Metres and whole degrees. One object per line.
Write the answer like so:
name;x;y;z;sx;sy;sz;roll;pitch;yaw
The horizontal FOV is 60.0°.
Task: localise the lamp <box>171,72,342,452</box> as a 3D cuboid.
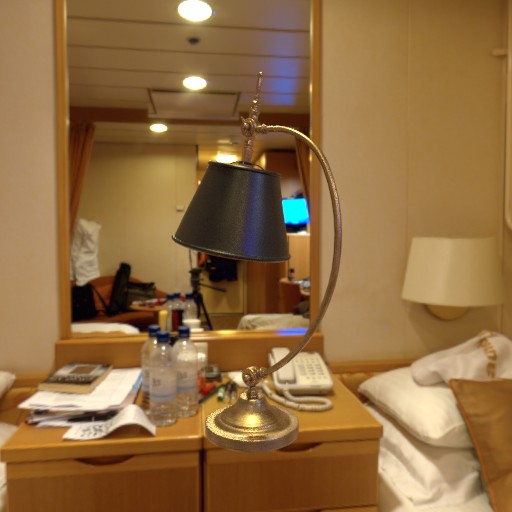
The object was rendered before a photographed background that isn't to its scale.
lamp;0.000;0.000;0.833;0.344;0.675;0.235;1;3;36
